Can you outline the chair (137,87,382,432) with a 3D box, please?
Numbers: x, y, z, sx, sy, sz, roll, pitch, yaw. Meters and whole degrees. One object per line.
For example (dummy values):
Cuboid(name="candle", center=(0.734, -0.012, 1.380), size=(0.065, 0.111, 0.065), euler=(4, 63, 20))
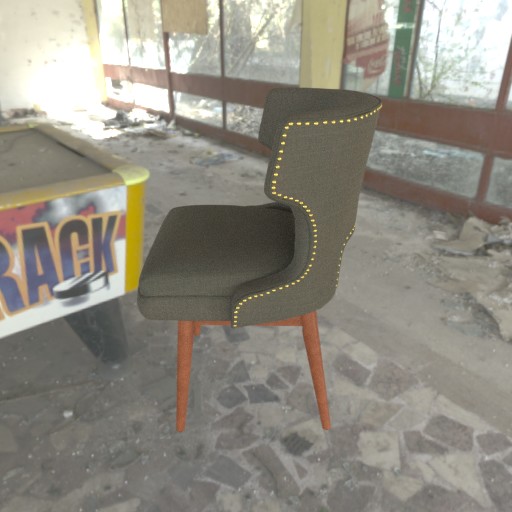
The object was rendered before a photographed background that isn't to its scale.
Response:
Cuboid(name="chair", center=(0.000, 0.000, 1.248), size=(0.581, 0.863, 0.595), euler=(0, 26, -1))
